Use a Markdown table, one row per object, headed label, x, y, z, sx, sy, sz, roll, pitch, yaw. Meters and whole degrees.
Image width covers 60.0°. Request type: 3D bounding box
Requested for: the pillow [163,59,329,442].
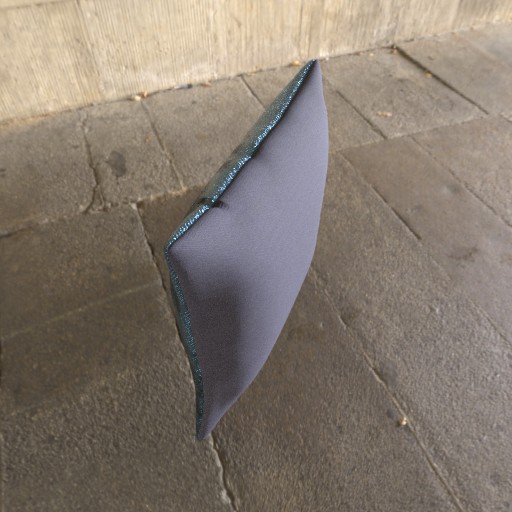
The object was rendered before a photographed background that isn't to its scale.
| label | x | y | z | sx | sy | sz | roll | pitch | yaw |
| --- | --- | --- | --- | --- | --- | --- | --- | --- | --- |
| pillow | 0.000 | 0.000 | 0.661 | 0.138 | 0.430 | 0.436 | 18 | 50 | 15 |
